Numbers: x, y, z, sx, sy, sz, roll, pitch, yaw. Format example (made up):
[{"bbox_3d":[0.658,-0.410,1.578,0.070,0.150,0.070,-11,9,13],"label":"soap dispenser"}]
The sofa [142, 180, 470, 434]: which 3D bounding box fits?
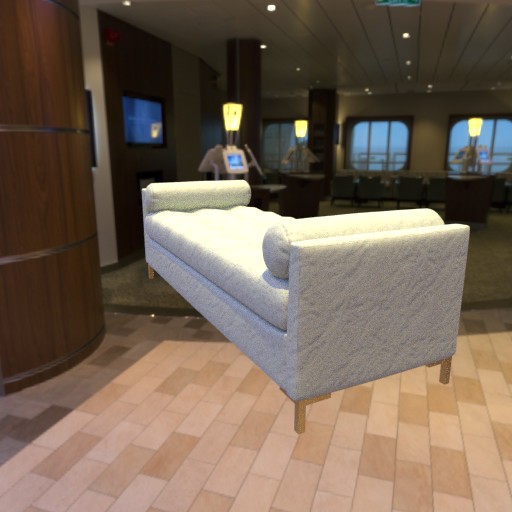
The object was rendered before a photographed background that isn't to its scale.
[{"bbox_3d":[0.000,0.000,2.467,0.796,0.705,2.102,-7,16,-26],"label":"sofa"}]
